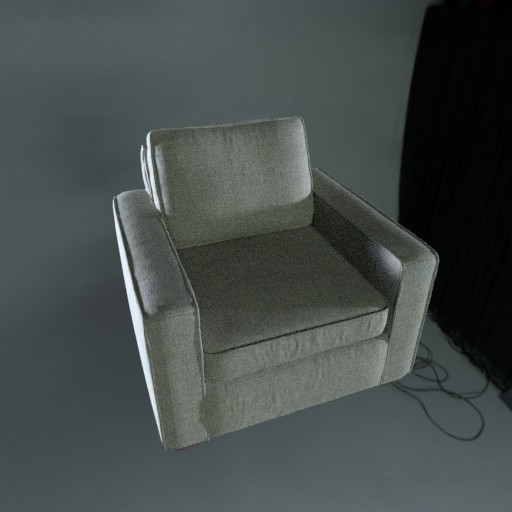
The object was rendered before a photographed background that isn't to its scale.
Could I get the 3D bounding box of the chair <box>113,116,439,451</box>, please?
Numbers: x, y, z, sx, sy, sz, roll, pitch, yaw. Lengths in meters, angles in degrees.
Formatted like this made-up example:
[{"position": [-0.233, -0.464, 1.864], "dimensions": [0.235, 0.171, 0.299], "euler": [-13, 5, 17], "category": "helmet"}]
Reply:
[{"position": [0.000, 0.000, 1.765], "dimensions": [1.016, 0.914, 0.940], "euler": [-11, 33, -17], "category": "chair"}]
